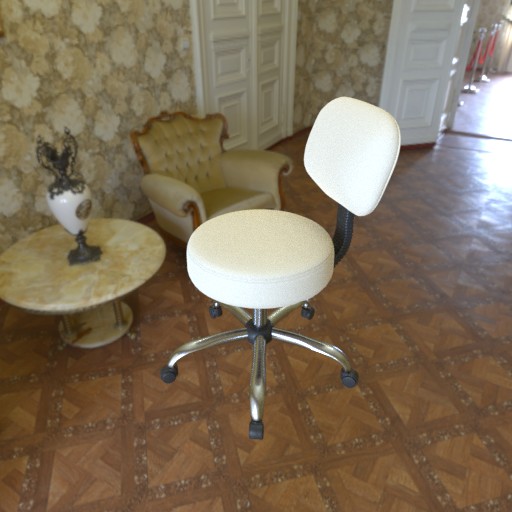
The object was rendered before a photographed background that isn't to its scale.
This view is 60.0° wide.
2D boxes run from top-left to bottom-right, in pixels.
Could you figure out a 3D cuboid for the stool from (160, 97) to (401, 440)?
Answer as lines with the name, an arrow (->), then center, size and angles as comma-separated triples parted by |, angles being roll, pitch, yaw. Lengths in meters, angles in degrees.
stool -> 0.000, 0.000, 1.261 | 0.616, 0.810, 0.609 | -8, 31, -14
